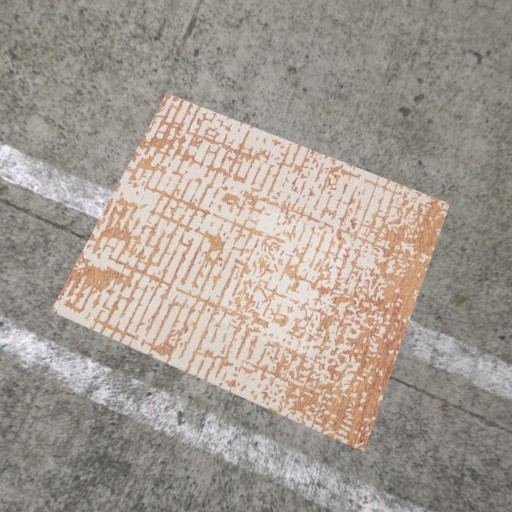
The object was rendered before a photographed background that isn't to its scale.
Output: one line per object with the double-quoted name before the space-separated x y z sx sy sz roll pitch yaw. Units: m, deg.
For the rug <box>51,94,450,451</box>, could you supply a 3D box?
"rug" 0.000 0.000 4.184 3.050 0.011 2.441 23 78 5
